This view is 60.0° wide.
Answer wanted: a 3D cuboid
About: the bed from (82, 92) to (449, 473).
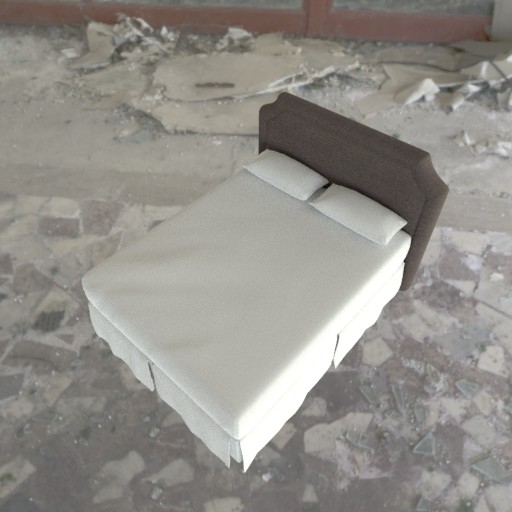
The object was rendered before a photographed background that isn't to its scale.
[{"bbox_3d":[0.000,0.000,3.198,1.693,1.290,2.116,34,56,27],"label":"bed"}]
